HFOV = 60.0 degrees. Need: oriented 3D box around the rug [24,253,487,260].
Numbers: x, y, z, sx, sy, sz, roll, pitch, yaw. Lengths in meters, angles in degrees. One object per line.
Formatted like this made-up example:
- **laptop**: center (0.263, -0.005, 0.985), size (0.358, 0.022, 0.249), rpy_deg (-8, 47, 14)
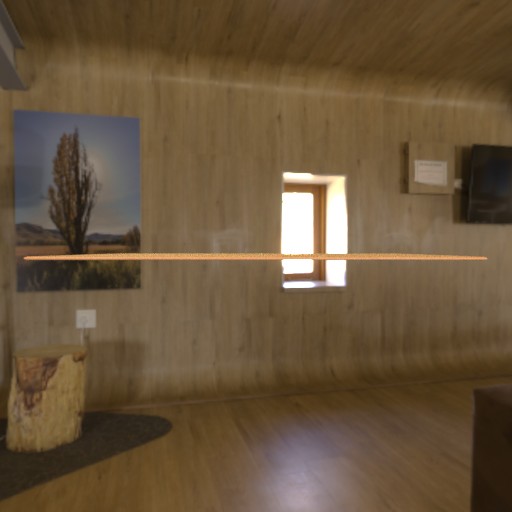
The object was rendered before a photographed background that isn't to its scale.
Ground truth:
- **rug**: center (0.000, 0.000, 2.127), size (1.678, 0.013, 1.078), rpy_deg (0, 1, 1)
